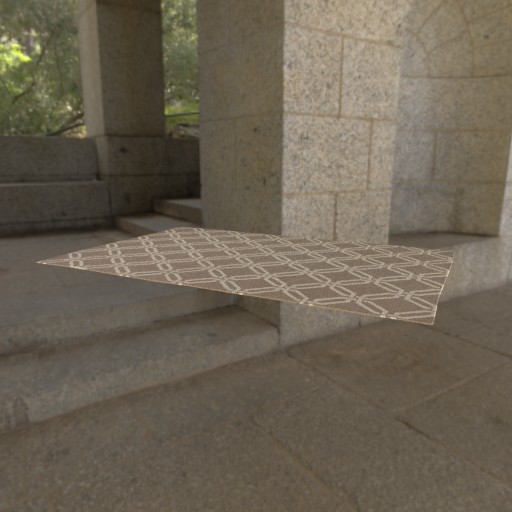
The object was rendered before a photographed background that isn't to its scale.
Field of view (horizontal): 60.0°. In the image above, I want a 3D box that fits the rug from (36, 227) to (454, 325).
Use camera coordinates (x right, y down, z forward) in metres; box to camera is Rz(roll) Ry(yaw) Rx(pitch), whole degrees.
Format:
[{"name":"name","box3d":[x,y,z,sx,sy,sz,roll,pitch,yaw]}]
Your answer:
[{"name":"rug","box3d":[0.000,0.000,2.184,1.748,0.010,1.142,6,14,26]}]
